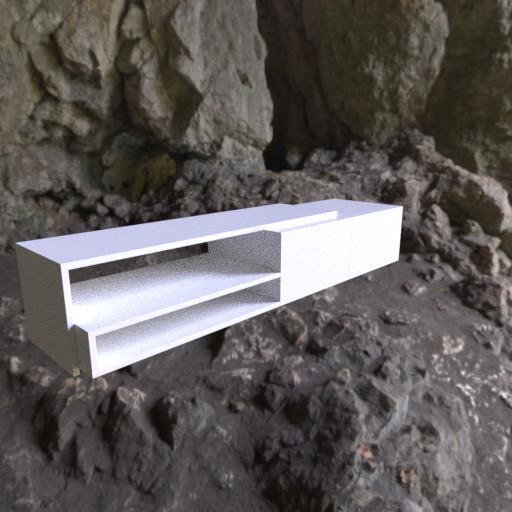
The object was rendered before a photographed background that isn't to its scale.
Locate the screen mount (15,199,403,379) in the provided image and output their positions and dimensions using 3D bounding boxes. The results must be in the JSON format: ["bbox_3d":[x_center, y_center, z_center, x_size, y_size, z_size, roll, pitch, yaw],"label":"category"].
[{"bbox_3d":[0.000,0.000,1.836,0.420,0.320,1.680,14,20,43],"label":"screen mount"}]
